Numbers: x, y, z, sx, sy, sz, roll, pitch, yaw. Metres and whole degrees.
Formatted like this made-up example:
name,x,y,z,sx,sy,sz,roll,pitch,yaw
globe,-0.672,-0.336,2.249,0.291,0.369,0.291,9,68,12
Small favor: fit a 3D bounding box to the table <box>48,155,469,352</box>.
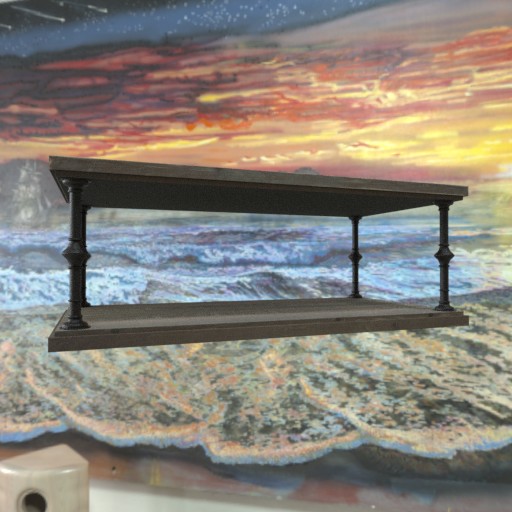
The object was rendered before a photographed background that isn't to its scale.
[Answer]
name,x,y,z,sx,sy,sz,roll,pitch,yaw
table,0.000,0.000,1.338,1.088,0.399,0.554,0,-1,-20
